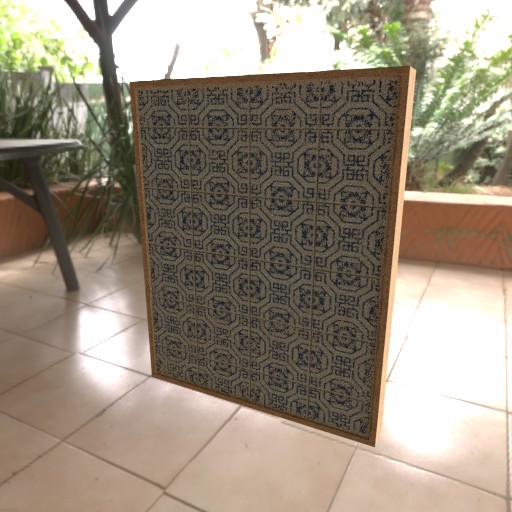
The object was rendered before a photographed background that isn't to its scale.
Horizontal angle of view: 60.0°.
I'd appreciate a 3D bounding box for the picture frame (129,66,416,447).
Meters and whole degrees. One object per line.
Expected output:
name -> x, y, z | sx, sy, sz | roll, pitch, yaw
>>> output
picture frame -> 0.000, 0.000, 0.696 | 0.421, 0.526, 0.046 | 8, 19, 26
